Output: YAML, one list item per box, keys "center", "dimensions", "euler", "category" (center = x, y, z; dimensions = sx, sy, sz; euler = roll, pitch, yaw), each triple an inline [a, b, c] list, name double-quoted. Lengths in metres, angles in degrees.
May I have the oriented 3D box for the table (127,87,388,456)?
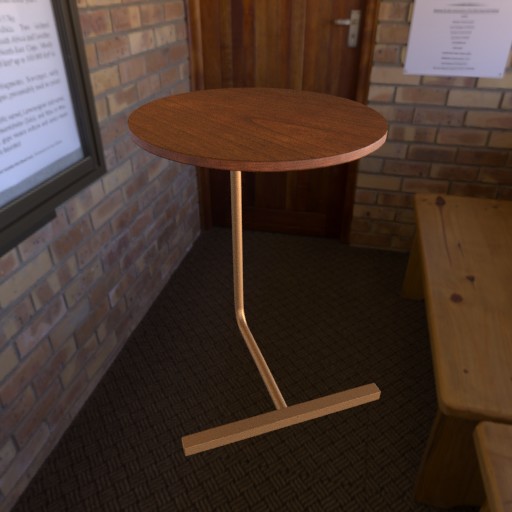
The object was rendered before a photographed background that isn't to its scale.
- center: [0.000, 0.000, 1.128]
  dimensions: [0.530, 0.706, 0.577]
  euler: [-10, 33, -16]
  category: "table"
